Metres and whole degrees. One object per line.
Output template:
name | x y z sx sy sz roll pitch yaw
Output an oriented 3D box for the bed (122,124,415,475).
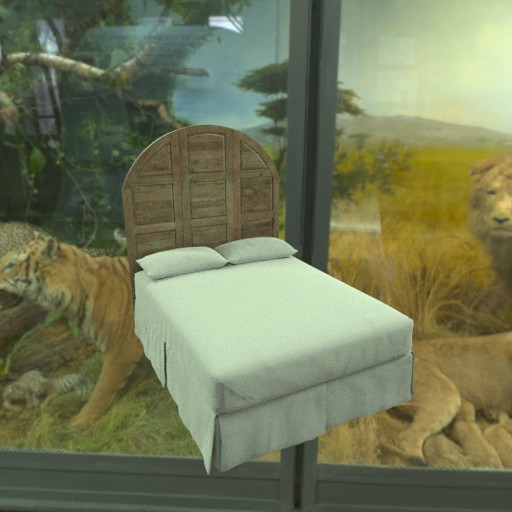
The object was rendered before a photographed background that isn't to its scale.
bed | 0.000 0.000 3.602 1.713 2.002 2.112 -9 20 -26
